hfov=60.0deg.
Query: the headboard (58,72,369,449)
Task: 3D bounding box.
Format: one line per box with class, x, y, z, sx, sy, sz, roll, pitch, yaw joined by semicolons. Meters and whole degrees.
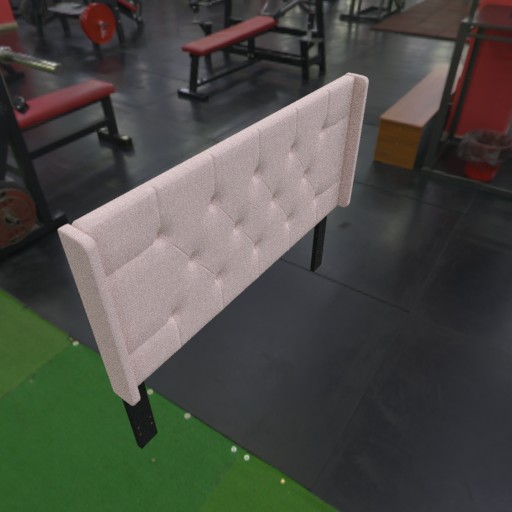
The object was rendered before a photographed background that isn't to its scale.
headboard;0.000;0.000;2.547;0.184;1.524;2.051;25;46;27
